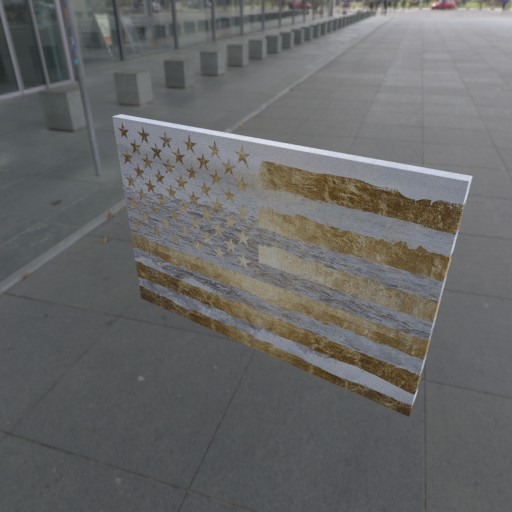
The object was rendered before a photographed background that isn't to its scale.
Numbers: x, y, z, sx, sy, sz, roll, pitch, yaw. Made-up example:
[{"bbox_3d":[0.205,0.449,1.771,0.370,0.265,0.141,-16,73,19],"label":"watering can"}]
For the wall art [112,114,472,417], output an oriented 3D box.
[{"bbox_3d":[0.000,0.000,1.451,1.145,0.762,0.041,18,35,28],"label":"wall art"}]
